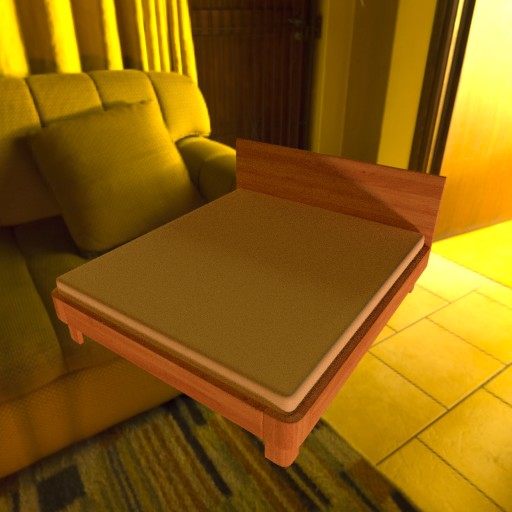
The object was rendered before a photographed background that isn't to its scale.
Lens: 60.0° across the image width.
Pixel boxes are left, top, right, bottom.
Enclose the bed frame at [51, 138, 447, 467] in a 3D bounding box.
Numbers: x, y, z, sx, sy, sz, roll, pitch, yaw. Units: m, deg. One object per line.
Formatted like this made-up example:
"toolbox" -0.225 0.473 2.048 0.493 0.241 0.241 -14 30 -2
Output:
"bed frame" 0.000 0.000 3.117 1.872 0.940 2.092 19 34 30
